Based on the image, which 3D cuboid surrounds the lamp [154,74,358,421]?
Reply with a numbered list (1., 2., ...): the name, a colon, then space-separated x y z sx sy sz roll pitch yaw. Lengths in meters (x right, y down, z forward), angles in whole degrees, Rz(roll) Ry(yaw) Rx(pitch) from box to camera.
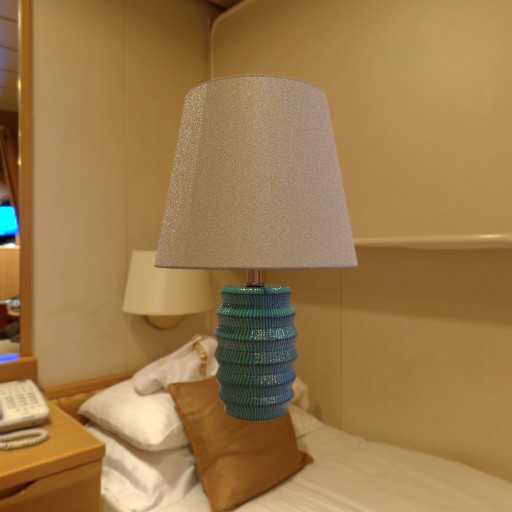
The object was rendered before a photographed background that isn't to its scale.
1. lamp: 0.000 0.000 0.567 0.254 0.392 0.254 0 0 0
